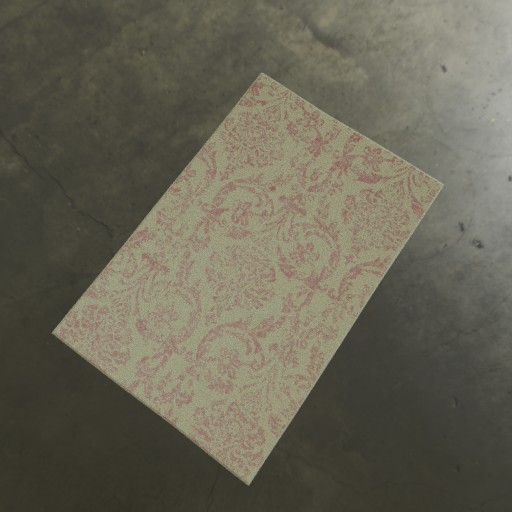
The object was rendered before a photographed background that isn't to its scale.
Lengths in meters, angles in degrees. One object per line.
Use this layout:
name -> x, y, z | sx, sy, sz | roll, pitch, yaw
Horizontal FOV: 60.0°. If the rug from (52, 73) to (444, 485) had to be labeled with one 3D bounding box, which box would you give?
rug -> 0.000, 0.000, 2.324 | 1.219, 0.012, 1.839 | 34, 79, 8
